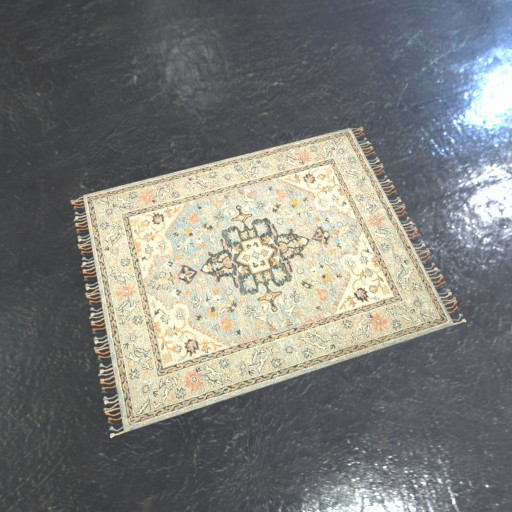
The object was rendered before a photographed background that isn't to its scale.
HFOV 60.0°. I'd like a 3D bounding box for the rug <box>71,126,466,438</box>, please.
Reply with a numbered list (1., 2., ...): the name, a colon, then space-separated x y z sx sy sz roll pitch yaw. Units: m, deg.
1. rug: 0.000 0.000 2.276 1.730 0.009 1.278 -16 65 -8
